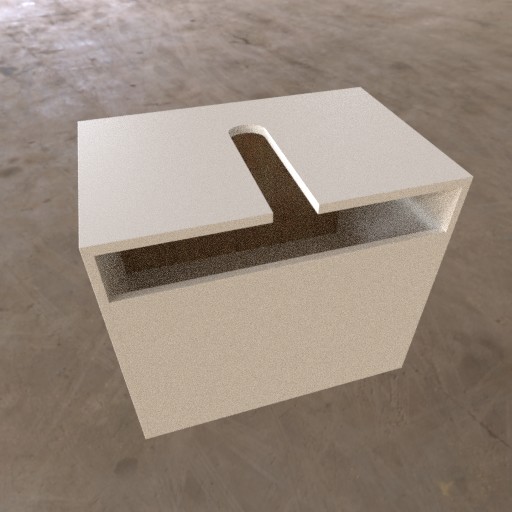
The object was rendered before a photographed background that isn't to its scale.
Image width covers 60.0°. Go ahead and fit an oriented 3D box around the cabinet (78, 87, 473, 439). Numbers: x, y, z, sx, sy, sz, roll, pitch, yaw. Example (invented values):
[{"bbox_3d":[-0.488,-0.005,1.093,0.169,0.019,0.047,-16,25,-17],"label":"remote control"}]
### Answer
[{"bbox_3d":[0.000,0.000,0.953,0.600,0.522,0.400,-11,43,-13],"label":"cabinet"}]
